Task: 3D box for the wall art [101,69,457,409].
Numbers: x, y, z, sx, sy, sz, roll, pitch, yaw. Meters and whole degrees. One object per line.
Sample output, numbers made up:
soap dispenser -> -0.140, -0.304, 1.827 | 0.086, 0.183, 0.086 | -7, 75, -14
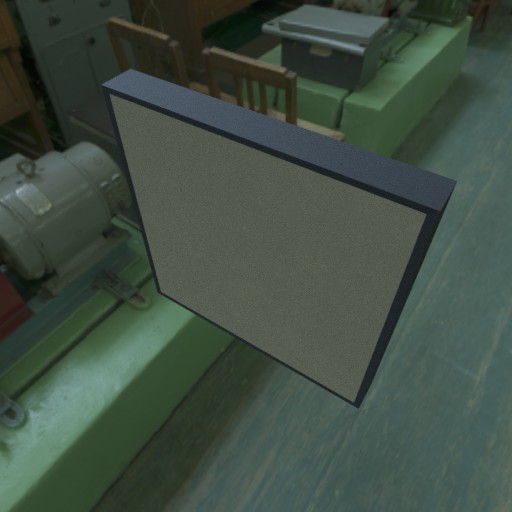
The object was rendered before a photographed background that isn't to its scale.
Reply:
wall art -> 0.000, 0.000, 0.456 | 0.302, 0.300, 0.036 | 26, 53, 22
